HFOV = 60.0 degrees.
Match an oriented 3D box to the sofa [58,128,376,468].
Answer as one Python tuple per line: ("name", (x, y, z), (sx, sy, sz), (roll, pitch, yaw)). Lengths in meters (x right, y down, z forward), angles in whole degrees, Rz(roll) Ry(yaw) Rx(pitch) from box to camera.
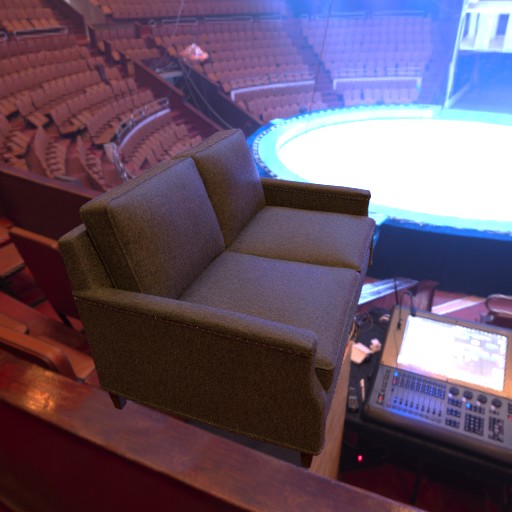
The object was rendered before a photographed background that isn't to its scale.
("sofa", (0.000, 0.000, 2.289), (1.084, 1.003, 1.597), (10, 30, 17))
